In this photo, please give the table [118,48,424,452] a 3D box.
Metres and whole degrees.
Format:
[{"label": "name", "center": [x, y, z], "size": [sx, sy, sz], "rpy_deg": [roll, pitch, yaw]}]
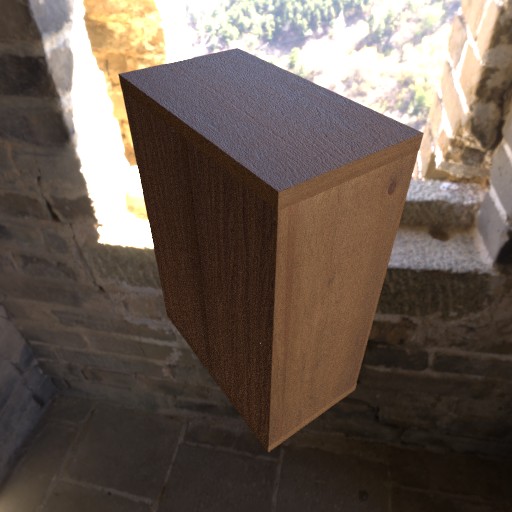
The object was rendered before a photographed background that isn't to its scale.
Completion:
[{"label": "table", "center": [0.000, 0.000, 1.794], "size": [0.524, 1.294, 0.901], "rpy_deg": [-25, 47, -26]}]
